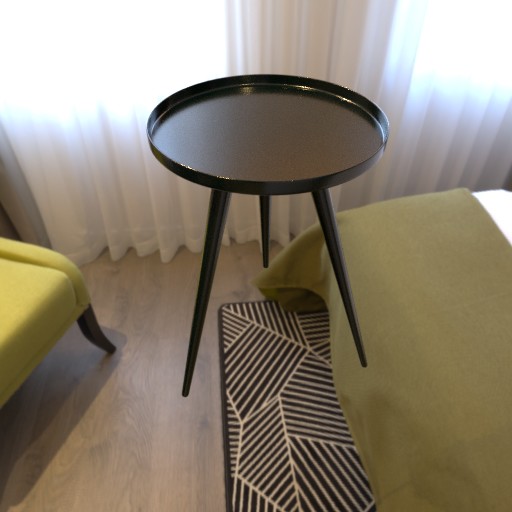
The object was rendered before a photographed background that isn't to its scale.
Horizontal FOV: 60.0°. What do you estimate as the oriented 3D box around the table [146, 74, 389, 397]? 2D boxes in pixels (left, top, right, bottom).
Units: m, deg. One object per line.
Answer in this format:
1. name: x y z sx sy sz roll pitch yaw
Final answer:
1. table: 0.000 0.000 0.855 0.415 0.548 0.403 -26 48 -26
